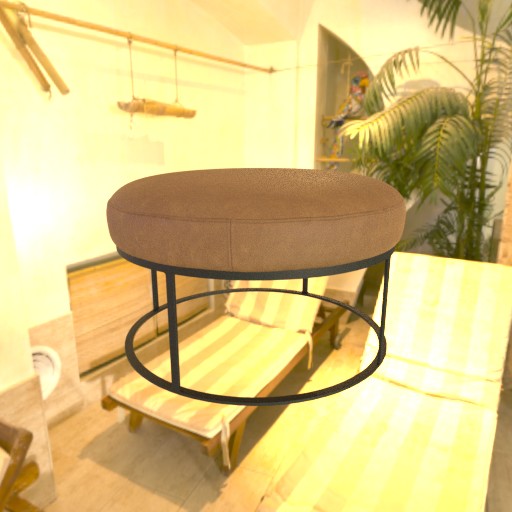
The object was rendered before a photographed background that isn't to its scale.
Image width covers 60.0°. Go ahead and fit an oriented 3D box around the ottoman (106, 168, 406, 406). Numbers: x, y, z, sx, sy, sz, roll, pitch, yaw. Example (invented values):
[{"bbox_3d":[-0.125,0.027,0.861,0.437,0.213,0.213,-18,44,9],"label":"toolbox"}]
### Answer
[{"bbox_3d":[0.000,0.000,1.234,0.771,0.460,0.771,0,15,0],"label":"ottoman"}]
